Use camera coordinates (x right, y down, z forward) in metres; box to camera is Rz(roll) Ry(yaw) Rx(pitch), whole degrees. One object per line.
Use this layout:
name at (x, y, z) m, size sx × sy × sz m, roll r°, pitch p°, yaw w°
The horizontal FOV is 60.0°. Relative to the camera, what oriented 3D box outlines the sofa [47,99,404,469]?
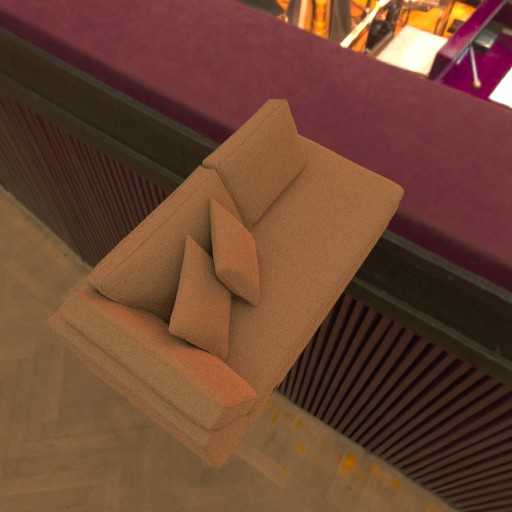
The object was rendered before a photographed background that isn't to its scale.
sofa at (0.000, 0.000, 2.850) m, size 1.110 × 1.033 × 2.237 m, roll 31°, pitch 62°, yaw 18°
